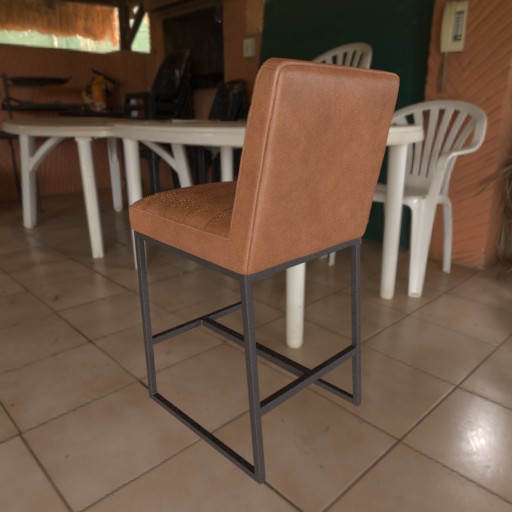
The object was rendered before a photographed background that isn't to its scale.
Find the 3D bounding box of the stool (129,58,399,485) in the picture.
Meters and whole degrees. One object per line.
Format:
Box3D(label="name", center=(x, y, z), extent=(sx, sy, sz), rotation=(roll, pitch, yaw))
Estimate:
Box3D(label="stool", center=(0.000, 0.000, 1.215), extent=(0.458, 0.940, 0.556), rotation=(-17, 25, -42))
